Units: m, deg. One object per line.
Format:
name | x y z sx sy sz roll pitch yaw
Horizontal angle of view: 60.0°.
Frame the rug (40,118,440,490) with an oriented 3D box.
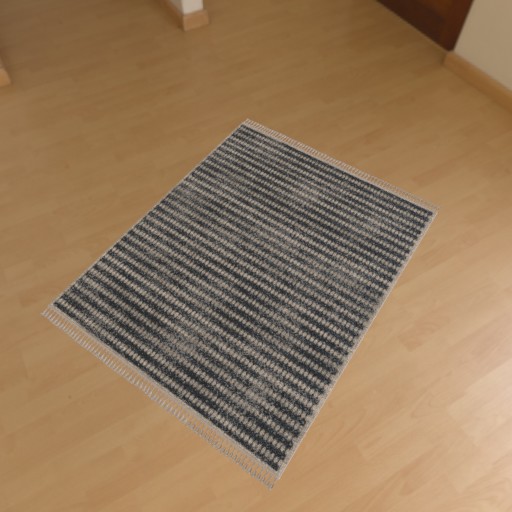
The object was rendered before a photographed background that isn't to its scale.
rug | 0.000 0.000 3.897 2.256 0.013 2.910 30 61 18
